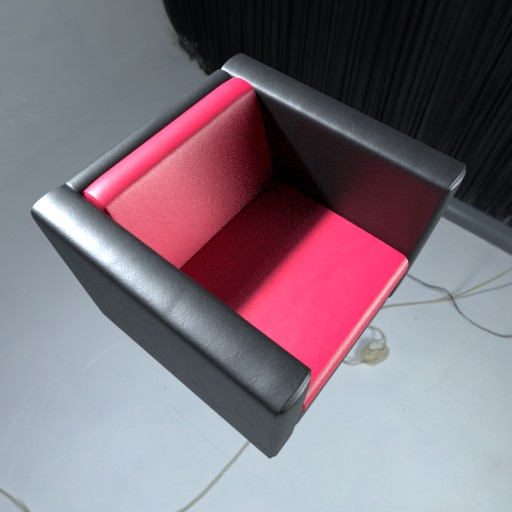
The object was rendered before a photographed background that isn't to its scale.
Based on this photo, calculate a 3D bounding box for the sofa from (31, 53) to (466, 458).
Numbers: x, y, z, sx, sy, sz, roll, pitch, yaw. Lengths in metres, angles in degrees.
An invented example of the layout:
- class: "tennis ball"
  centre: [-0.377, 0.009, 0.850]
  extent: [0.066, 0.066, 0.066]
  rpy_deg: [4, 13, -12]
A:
- class: "sofa"
  centre: [0.000, 0.000, 1.430]
  extent: [0.809, 0.724, 0.839]
  rpy_deg: [35, 64, 19]
